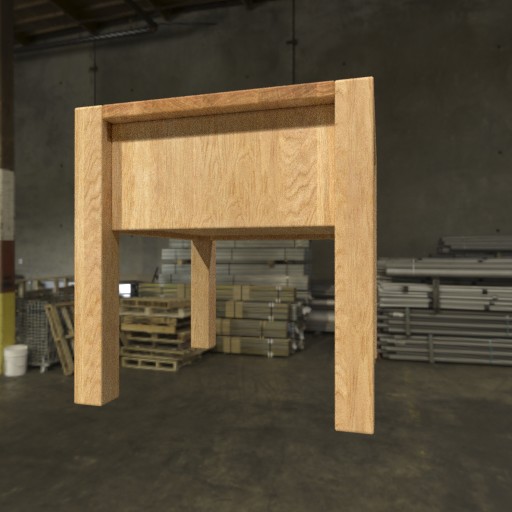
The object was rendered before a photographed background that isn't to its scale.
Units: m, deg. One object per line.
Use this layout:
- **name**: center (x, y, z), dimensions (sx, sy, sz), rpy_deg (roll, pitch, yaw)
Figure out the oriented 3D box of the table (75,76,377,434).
- **table**: center (0.000, 0.000, 0.845), dimensions (0.440, 0.450, 0.480), rpy_deg (0, 0, 16)
